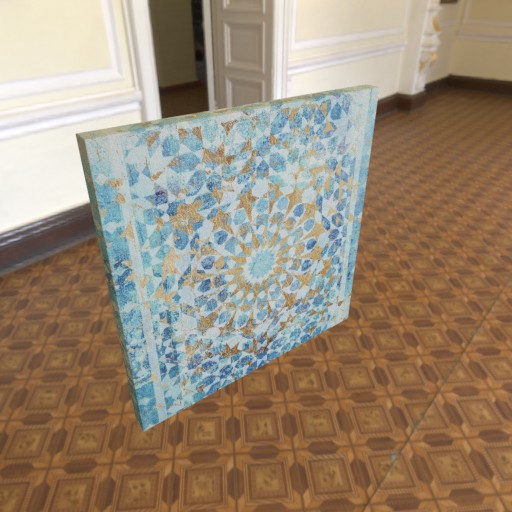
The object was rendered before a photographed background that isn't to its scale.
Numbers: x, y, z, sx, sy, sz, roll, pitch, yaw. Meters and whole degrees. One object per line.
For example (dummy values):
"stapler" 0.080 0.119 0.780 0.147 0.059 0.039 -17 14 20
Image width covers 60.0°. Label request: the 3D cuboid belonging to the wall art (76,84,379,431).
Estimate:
"wall art" 0.000 0.000 0.926 0.609 0.609 0.040 -21 37 -31
